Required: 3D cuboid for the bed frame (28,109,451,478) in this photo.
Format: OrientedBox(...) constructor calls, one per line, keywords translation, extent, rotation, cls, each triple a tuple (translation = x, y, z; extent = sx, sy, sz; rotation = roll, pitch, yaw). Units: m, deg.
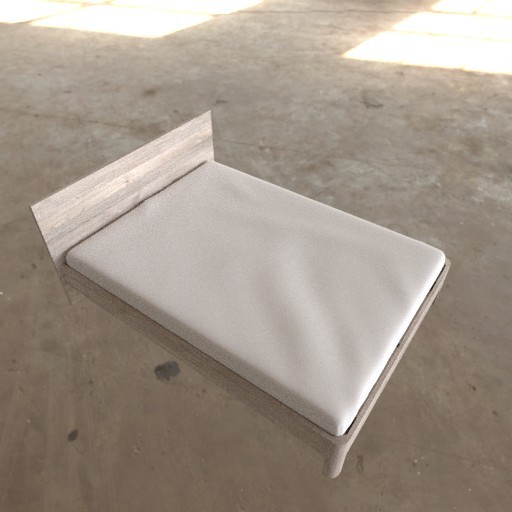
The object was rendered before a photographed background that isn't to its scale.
OrientedBox(translation=(0.000, 0.000, 2.681), extent=(1.950, 0.800, 1.490), rotation=(26, 48, 26), cls="bed frame")
